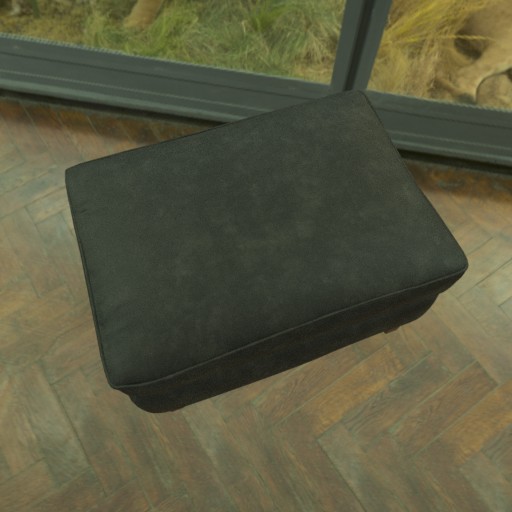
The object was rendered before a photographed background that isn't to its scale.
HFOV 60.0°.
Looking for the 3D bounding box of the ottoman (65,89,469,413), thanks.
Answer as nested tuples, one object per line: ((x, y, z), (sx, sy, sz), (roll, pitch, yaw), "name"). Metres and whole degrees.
((0.000, 0.000, 0.977), (0.665, 0.413, 0.501), (-18, 66, -8), "ottoman")
